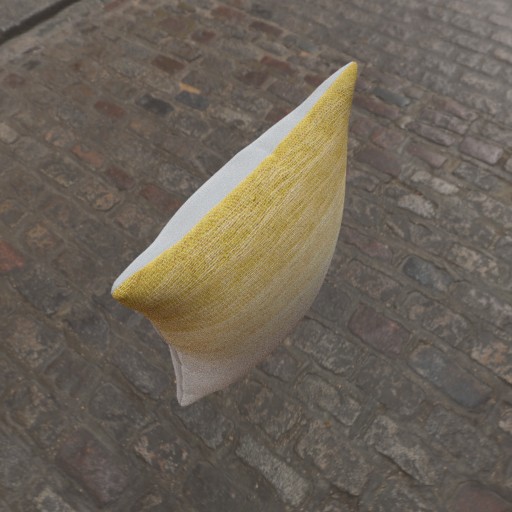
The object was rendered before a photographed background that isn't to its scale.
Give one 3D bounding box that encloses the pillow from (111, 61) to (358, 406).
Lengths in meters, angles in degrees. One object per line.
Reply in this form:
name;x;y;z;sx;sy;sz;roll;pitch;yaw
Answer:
pillow;0.000;0.000;0.700;0.211;0.450;0.450;33;64;19
